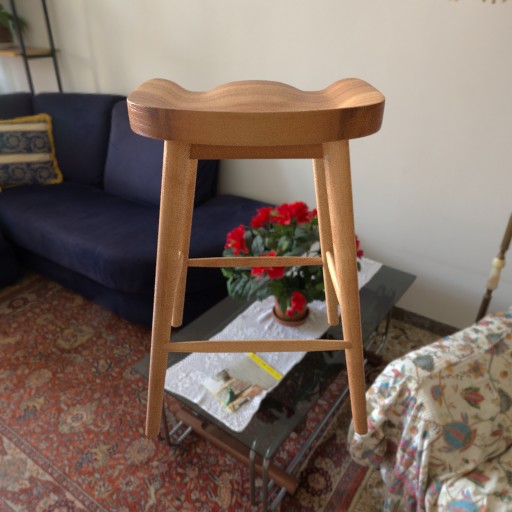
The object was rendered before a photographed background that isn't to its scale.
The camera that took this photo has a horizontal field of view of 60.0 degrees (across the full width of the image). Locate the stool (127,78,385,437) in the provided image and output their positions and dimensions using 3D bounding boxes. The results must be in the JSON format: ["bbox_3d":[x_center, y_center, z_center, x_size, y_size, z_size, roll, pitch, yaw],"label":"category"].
[{"bbox_3d":[0.000,0.000,0.868,0.440,0.615,0.361,0,30,-1],"label":"stool"}]
